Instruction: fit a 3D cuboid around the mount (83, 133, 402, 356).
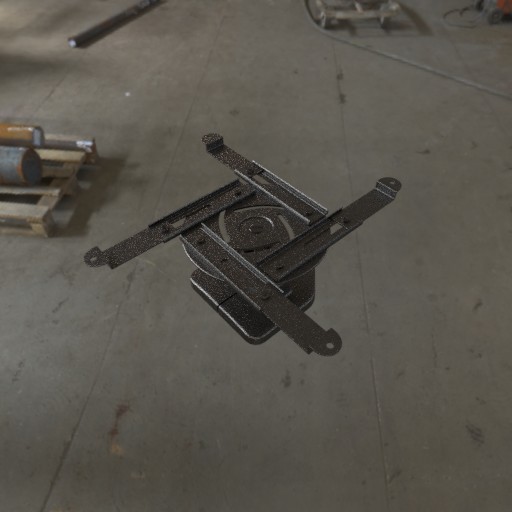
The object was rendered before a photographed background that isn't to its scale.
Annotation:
[{"bbox_3d":[0.000,0.000,0.606,0.394,0.141,0.394,-32,54,-27],"label":"mount"}]
